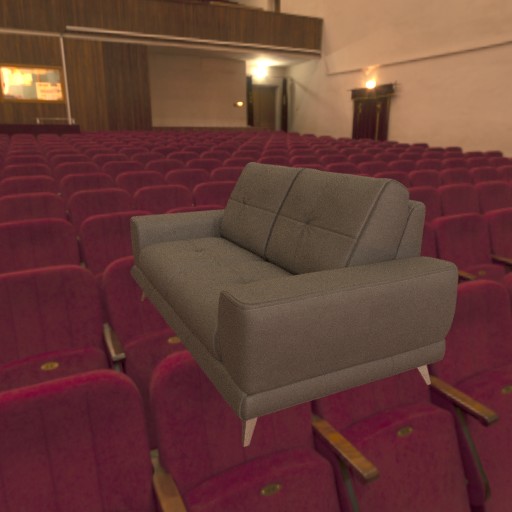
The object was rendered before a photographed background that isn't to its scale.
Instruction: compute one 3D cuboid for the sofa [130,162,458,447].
[{"bbox_3d":[0.000,0.000,2.371,1.018,0.907,1.806,-8,17,-26],"label":"sofa"}]
